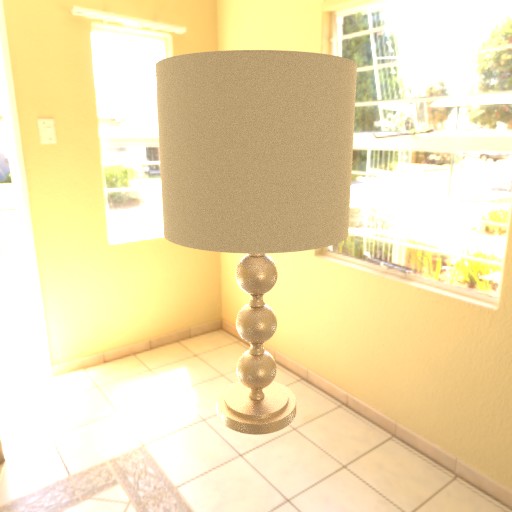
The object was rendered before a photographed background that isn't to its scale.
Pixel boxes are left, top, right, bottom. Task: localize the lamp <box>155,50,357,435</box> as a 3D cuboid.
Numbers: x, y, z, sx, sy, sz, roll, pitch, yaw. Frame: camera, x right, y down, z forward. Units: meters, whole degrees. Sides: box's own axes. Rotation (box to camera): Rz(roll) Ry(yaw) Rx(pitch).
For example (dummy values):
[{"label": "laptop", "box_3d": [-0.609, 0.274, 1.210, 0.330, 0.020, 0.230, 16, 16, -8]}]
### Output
[{"label": "lamp", "box_3d": [0.000, 0.000, 0.684, 0.277, 0.538, 0.277, 14, 20, 42]}]
